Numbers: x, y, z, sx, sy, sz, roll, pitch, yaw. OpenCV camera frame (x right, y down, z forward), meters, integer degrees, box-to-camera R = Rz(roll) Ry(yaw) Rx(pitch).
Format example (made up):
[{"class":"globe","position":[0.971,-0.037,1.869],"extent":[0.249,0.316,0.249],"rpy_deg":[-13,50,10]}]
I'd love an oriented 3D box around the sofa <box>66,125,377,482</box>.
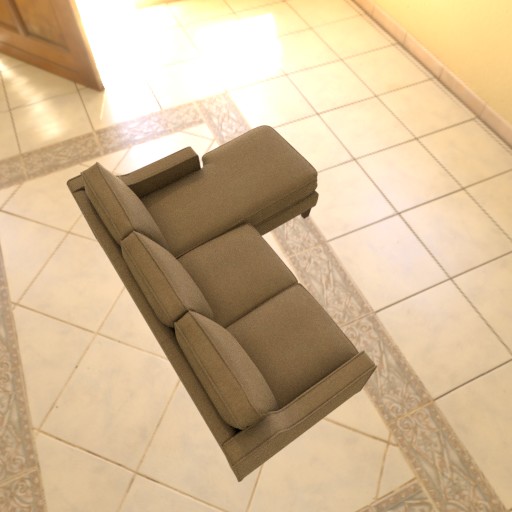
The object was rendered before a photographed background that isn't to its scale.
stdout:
[{"class":"sofa","position":[0.000,0.000,3.297],"extent":[1.858,1.081,2.317],"rpy_deg":[-30,62,-18]}]
